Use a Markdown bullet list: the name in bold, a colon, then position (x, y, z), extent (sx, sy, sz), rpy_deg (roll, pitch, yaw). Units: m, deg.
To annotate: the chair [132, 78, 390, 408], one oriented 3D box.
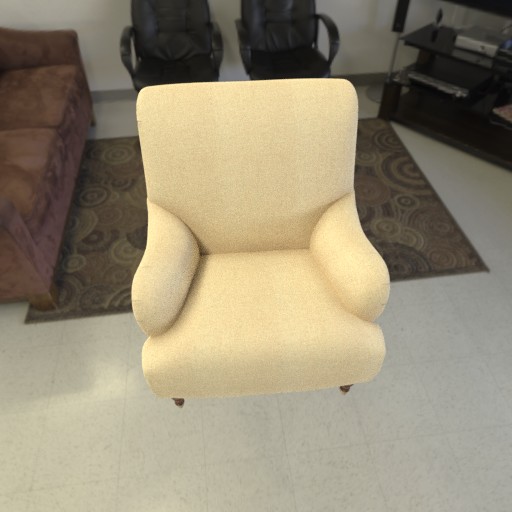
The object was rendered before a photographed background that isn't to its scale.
- **chair**: position (0.000, 0.000, 1.549), extent (0.766, 0.944, 0.842), rpy_deg (-4, 46, -3)
